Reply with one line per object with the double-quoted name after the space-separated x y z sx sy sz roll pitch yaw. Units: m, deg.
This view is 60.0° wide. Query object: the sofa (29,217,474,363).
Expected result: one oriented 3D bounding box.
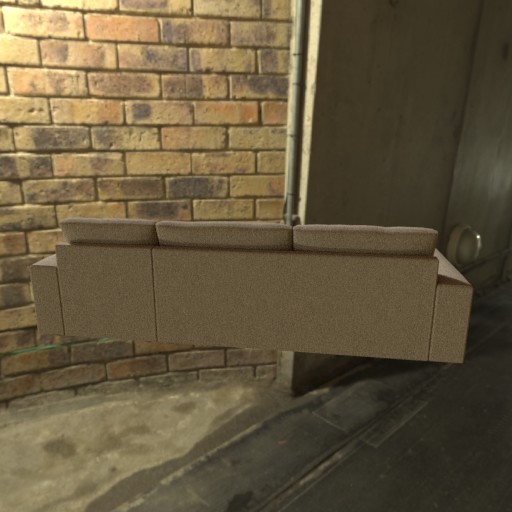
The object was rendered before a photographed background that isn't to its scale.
0.000 0.000 3.494 2.718 0.813 1.689 2 15 8 "sofa"
